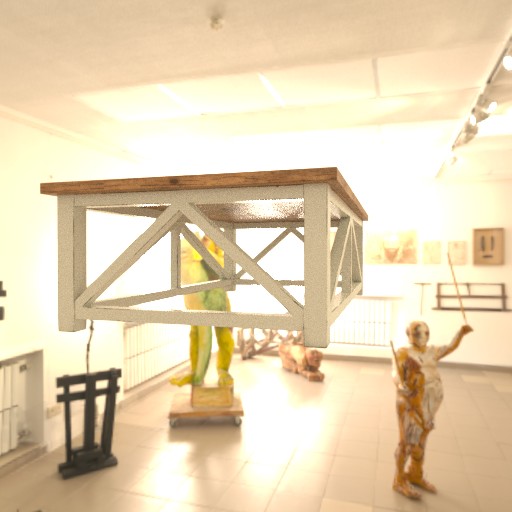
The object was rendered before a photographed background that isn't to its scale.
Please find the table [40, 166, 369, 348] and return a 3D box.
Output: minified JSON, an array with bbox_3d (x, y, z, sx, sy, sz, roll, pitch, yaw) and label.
[{"bbox_3d":[0.000,0.000,1.758,0.800,0.410,1.400,0,1,17],"label":"table"}]
